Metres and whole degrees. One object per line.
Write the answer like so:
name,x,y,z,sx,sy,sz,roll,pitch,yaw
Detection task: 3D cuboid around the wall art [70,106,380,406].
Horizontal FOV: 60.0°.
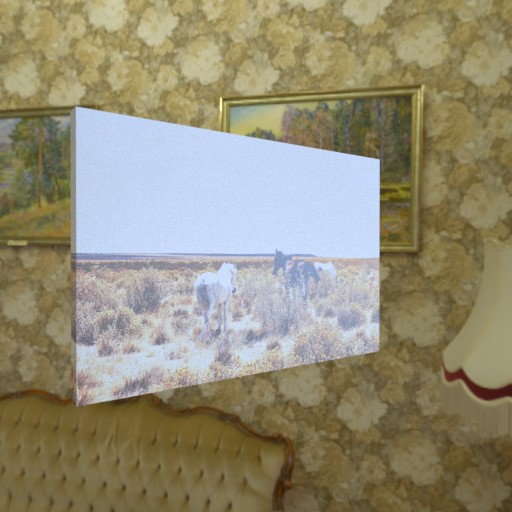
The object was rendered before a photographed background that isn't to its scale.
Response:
wall art,0.000,0.000,1.174,0.914,0.610,0.050,0,0,-34
